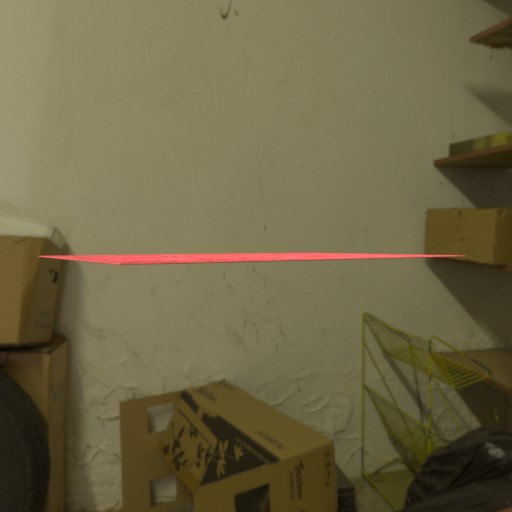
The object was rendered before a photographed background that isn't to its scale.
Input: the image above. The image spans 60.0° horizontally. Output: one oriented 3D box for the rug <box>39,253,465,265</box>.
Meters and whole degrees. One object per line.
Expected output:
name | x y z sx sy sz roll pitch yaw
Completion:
rug | 0.000 0.000 2.261 1.814 0.008 1.209 -1 2 -36
